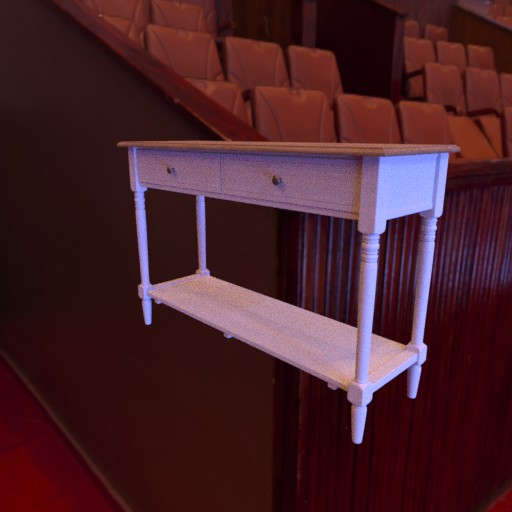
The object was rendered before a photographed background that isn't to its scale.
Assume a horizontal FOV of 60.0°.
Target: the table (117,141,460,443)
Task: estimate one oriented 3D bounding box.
[{"bbox_3d":[0.000,0.000,1.620,0.399,0.800,1.219,-14,21,-42],"label":"table"}]
